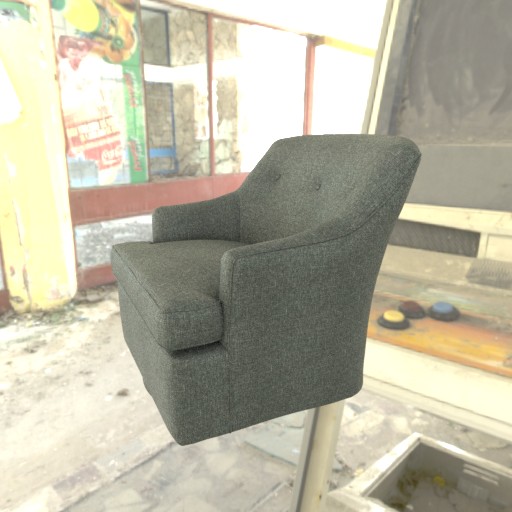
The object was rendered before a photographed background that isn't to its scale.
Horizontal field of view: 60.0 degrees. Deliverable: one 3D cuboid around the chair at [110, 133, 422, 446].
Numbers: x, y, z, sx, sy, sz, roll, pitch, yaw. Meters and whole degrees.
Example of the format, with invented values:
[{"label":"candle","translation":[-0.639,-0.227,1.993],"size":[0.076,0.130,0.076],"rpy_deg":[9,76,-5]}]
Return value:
[{"label":"chair","translation":[0.000,0.000,1.612],"size":[0.923,0.856,0.864],"rpy_deg":[-8,17,-26]}]
